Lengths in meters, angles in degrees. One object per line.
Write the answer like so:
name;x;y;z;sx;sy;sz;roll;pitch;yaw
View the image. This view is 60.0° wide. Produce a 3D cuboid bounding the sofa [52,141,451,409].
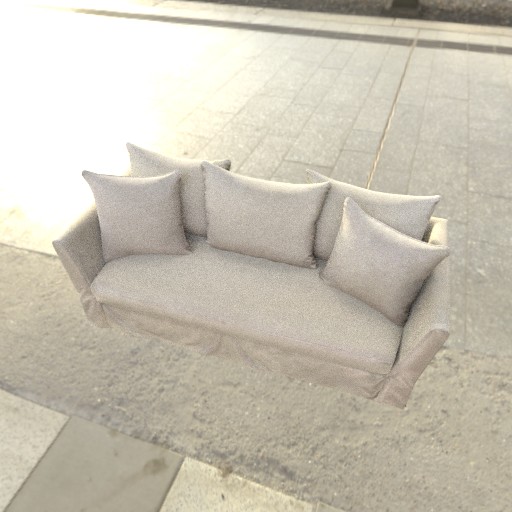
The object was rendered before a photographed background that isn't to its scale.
sofa;0.000;0.000;2.892;2.290;1.034;1.031;12;43;13
